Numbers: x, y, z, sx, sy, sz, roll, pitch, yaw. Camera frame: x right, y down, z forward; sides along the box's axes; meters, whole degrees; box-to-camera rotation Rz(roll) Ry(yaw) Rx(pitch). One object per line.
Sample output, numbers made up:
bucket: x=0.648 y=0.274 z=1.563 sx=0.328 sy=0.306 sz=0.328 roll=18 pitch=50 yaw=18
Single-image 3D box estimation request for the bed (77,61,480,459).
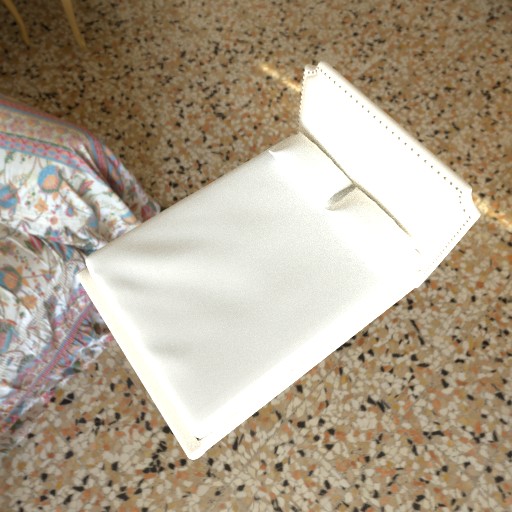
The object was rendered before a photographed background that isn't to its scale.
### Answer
bed: x=0.000 y=0.000 z=3.331 sx=2.365 sy=1.443 sz=1.712 roll=-34 pitch=68 yaw=-16
